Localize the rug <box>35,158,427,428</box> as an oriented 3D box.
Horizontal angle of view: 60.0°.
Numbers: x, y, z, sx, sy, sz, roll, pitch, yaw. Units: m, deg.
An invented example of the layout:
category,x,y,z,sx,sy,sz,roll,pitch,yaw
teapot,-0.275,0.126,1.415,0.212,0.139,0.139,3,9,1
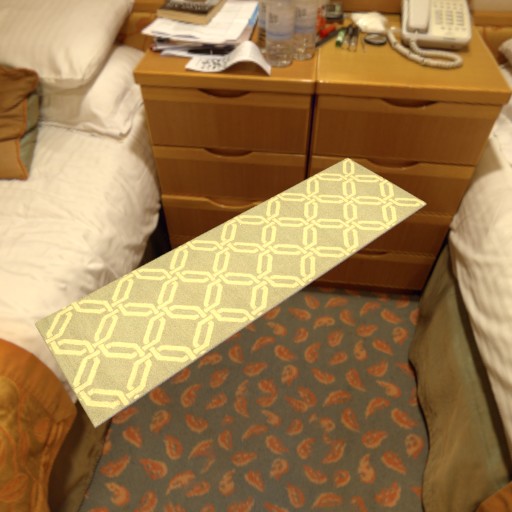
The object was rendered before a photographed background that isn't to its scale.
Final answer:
category,x,y,z,sx,sy,sz,roll,pitch,yaw
rug,0.000,0.000,2.507,2.276,0.014,0.678,-31,53,-26
